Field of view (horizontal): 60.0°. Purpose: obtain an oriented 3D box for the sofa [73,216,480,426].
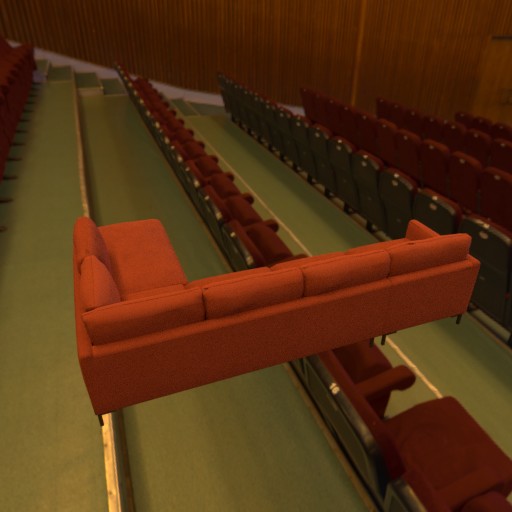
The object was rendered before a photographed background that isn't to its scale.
[{"bbox_3d":[0.000,0.000,3.543,2.736,0.757,1.879,-11,33,-18],"label":"sofa"}]
